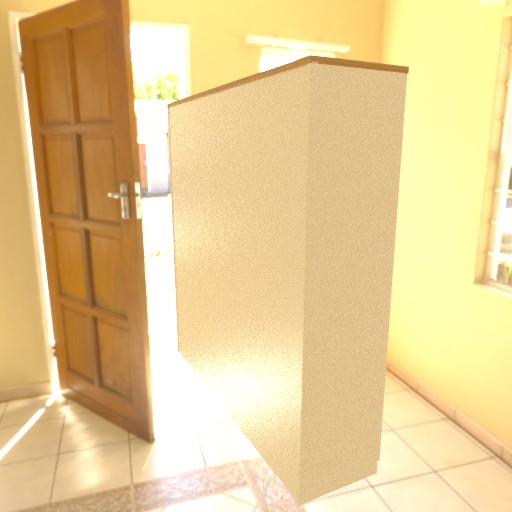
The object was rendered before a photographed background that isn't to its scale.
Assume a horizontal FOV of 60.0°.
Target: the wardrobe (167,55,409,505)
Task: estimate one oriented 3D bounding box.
[{"bbox_3d":[0.000,0.000,3.204,0.590,2.260,2.160,-7,15,-26],"label":"wardrobe"}]
